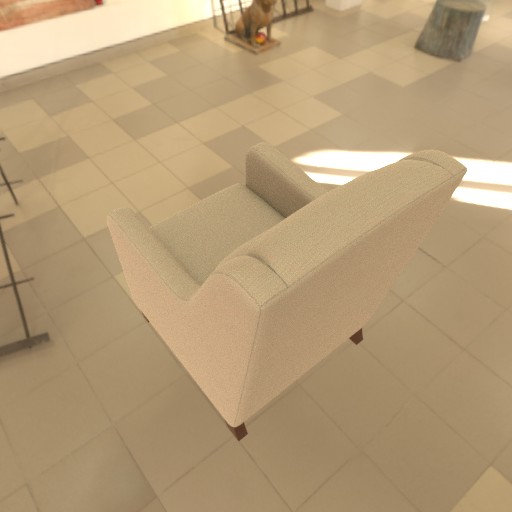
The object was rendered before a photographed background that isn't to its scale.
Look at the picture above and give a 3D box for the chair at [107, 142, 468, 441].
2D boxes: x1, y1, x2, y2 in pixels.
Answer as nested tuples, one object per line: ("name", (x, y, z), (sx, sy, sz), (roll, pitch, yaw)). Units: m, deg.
("chair", (0.000, 0.000, 1.571), (0.715, 1.017, 0.896), (-31, 55, -25))
